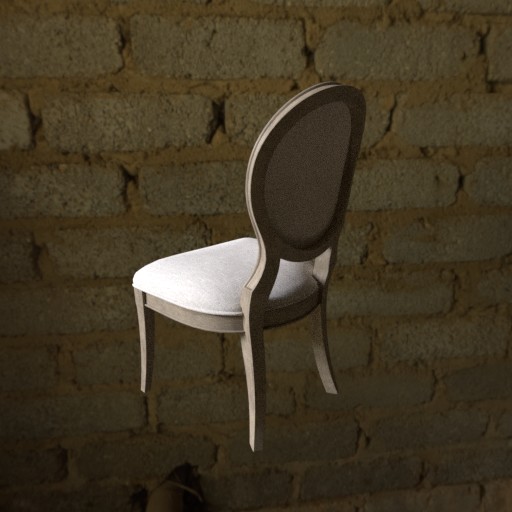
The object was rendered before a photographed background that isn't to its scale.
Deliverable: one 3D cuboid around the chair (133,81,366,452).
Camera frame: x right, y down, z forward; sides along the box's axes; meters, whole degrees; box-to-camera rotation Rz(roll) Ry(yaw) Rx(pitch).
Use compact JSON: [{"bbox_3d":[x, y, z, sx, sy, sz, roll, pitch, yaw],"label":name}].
[{"bbox_3d":[0.000,0.000,1.389,0.602,0.990,0.558,16,23,42],"label":"chair"}]
